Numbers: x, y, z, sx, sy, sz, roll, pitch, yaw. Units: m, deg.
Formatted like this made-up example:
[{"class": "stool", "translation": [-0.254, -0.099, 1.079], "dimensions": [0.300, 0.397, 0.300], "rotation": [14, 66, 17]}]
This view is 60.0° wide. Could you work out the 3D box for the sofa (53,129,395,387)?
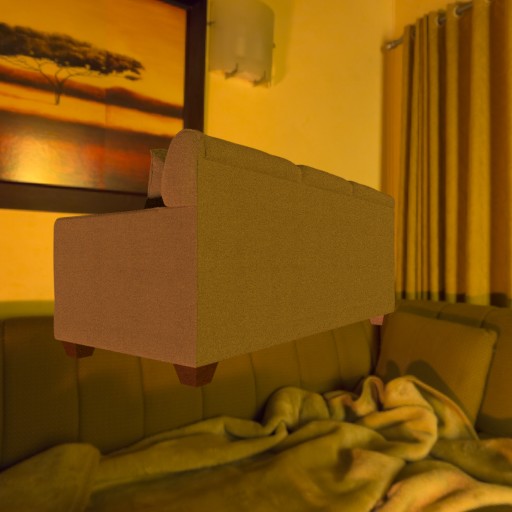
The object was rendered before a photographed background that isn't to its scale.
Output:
[{"class": "sofa", "translation": [0.000, 0.000, 2.622], "dimensions": [0.997, 0.958, 2.024], "rotation": [0, 0, 37]}]
